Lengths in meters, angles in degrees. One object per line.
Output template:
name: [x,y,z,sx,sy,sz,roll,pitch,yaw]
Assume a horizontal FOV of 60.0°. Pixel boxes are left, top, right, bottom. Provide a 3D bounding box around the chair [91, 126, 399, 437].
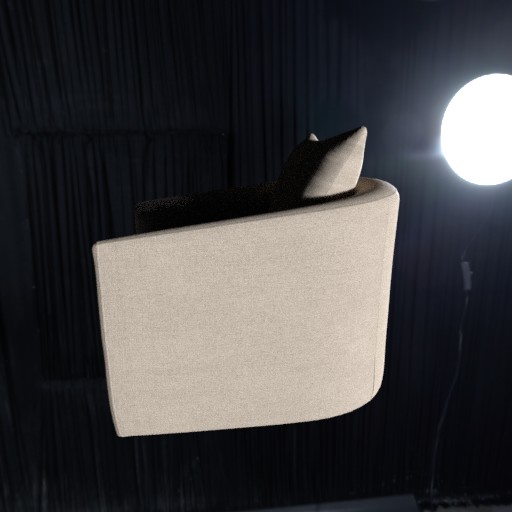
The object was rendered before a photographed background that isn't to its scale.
chair: [0.000,0.000,1.545,0.910,0.848,0.845,-2,14,-7]
